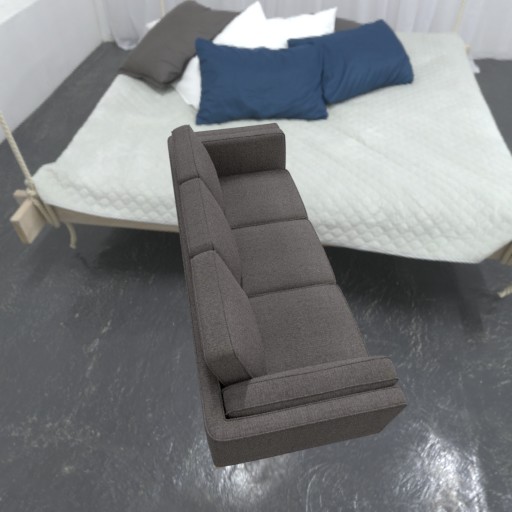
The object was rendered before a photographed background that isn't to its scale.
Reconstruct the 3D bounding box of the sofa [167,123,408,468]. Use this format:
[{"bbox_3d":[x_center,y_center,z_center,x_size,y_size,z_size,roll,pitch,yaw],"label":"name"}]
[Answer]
[{"bbox_3d":[0.000,0.000,2.785,0.903,0.899,2.362,-9,47,-8],"label":"sofa"}]
